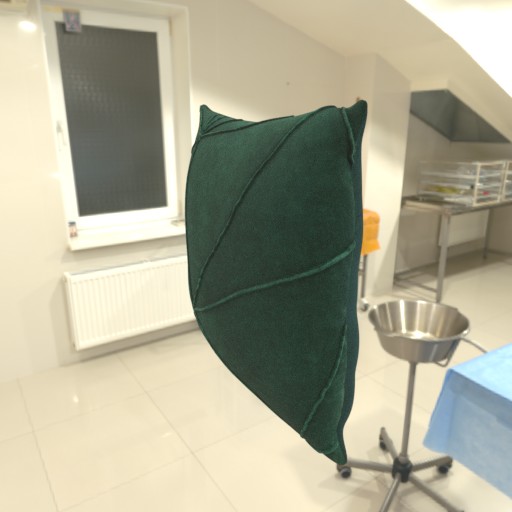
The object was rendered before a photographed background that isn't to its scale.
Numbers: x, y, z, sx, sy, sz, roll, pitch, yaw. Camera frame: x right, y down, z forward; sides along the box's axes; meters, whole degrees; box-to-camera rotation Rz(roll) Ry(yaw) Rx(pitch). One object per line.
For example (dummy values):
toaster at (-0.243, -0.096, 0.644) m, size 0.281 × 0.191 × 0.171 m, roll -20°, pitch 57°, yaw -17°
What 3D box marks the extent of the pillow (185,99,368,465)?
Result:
pillow at (0.000, 0.000, 0.663) m, size 0.184 × 0.440 × 0.439 m, roll -9°, pitch 19°, yaw -26°
